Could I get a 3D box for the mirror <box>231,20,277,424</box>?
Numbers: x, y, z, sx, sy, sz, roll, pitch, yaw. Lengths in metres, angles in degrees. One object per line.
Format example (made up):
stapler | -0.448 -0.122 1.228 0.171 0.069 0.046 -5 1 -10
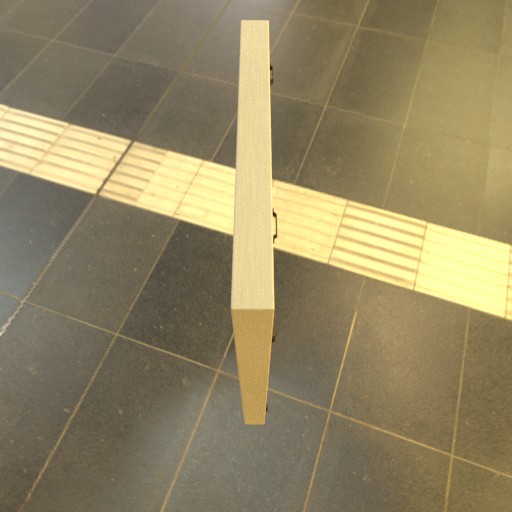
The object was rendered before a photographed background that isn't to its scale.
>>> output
mirror | 0.000 0.000 0.687 0.041 0.509 0.406 0 59 0
